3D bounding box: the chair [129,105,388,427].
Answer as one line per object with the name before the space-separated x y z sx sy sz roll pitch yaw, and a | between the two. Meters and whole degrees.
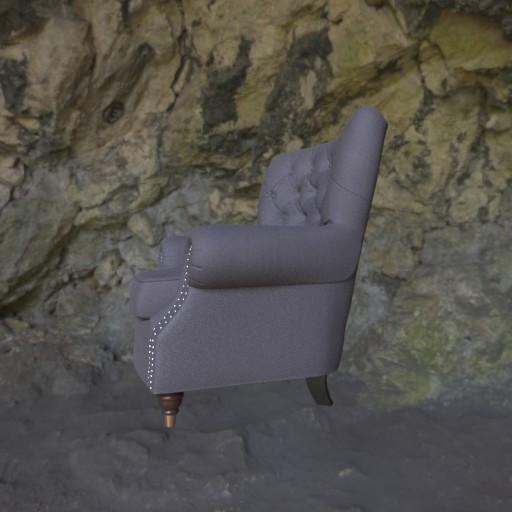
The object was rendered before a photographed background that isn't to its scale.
chair | 0.000 0.000 1.789 0.983 1.046 0.983 0 0 -18
